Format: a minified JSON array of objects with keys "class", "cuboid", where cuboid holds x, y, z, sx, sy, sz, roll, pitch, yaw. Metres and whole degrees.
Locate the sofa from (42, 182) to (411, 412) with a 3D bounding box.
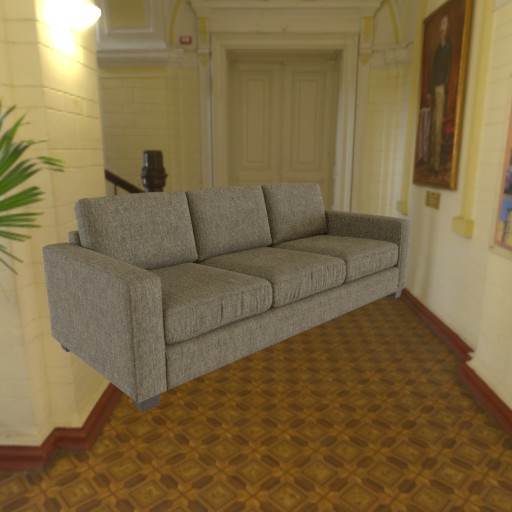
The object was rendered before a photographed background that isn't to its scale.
[{"class":"sofa","cuboid":[0.000,0.000,2.676,2.160,0.800,0.900,-13,18,-43]}]
